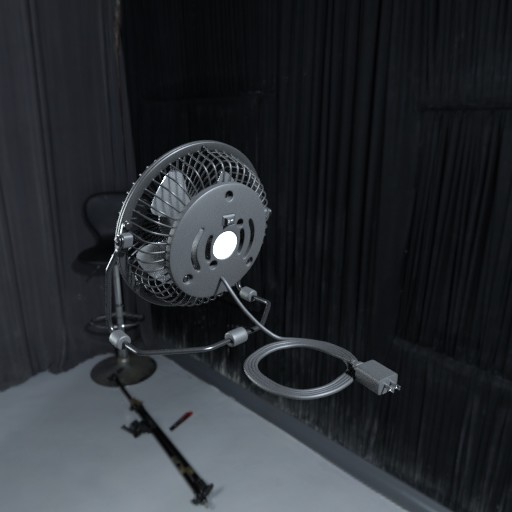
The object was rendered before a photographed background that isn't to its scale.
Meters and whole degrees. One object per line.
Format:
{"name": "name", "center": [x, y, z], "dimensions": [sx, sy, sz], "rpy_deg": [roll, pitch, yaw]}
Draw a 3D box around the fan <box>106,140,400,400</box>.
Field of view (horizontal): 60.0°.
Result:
{"name": "fan", "center": [0.000, 0.000, 0.307], "dimensions": [0.153, 0.152, 0.202], "rpy_deg": [-16, 23, -42]}
